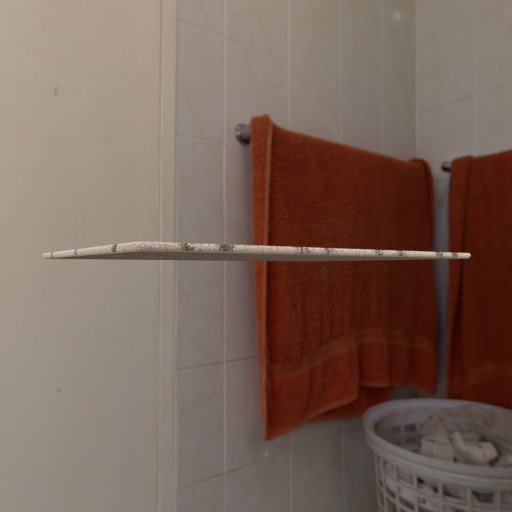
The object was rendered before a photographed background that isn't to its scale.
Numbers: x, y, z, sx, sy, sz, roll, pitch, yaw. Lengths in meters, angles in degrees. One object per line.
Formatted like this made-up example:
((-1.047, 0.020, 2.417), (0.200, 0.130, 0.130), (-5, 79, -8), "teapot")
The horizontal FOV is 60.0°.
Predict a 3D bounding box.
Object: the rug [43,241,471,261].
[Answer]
((0.000, 0.000, 2.059), (1.600, 0.025, 1.200), (1, -2, -36), "rug")
